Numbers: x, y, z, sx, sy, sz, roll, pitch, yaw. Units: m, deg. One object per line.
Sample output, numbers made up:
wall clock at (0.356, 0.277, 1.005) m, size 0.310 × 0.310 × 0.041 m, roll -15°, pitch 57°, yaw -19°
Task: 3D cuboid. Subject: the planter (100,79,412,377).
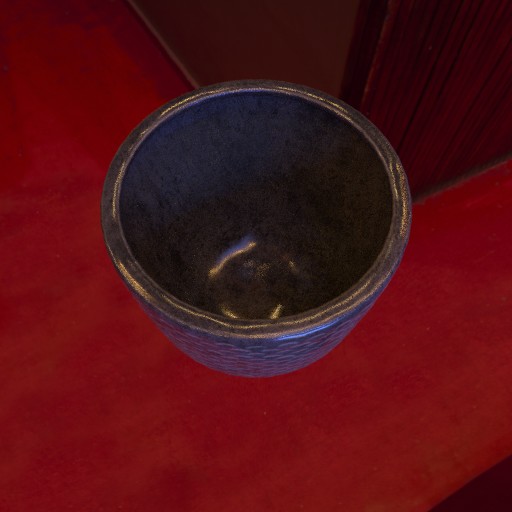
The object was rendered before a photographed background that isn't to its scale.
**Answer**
planter at (0.000, 0.000, 0.362) m, size 0.197 × 0.191 × 0.197 m, roll 0°, pitch 63°, yaw 0°
